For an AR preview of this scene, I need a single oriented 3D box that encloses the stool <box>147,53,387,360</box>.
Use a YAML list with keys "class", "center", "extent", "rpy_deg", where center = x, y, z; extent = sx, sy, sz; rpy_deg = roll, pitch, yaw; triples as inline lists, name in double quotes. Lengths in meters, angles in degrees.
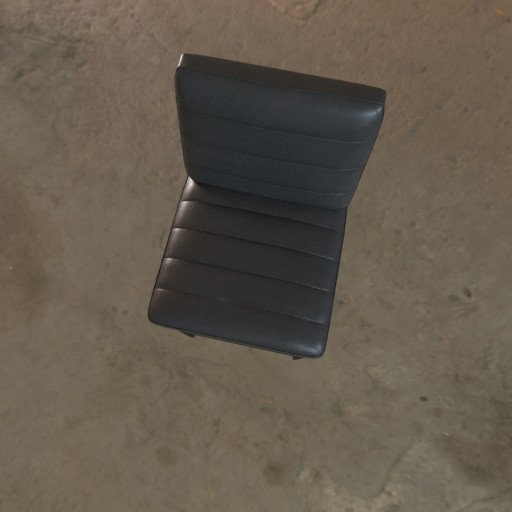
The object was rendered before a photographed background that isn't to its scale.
- class: "stool"
  center: [0.000, 0.000, 1.344]
  extent: [0.457, 1.040, 0.552]
  rpy_deg: [12, 75, 3]
